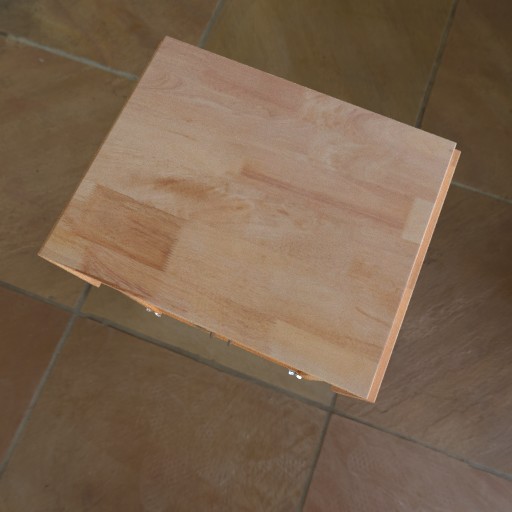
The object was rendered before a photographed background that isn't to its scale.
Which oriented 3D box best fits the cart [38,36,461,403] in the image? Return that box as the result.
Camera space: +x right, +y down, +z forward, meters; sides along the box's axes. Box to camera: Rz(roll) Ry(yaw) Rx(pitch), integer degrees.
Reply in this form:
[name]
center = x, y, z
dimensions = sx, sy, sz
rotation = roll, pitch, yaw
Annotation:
[cart]
center = 0.000, 0.000, 1.205
dimensions = 0.640, 0.838, 0.508
rotation = 23, 76, 6
